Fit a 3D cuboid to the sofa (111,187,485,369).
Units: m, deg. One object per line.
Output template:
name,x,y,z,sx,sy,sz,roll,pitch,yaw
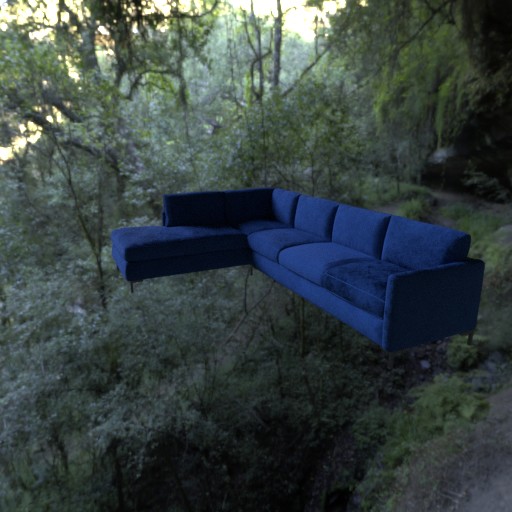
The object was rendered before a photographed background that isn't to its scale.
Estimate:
sofa,0.000,0.000,3.826,2.007,0.815,2.949,-8,18,-25
